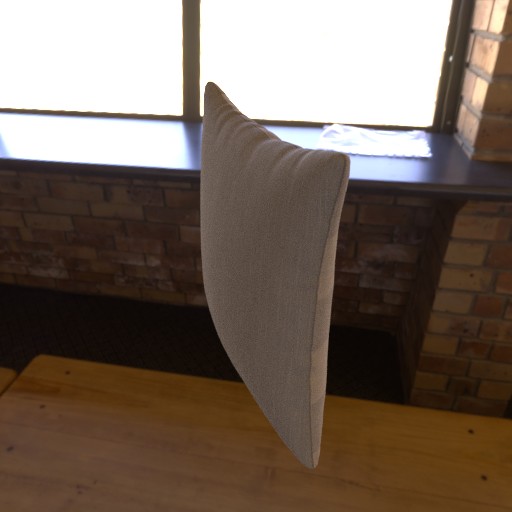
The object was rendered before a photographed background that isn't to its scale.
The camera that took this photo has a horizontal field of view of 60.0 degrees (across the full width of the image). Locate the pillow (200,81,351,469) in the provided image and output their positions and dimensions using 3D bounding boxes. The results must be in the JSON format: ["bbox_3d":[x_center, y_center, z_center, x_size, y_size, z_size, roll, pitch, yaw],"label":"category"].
[{"bbox_3d":[0.000,0.000,0.778,0.161,0.509,0.511,-11,32,-18],"label":"pillow"}]
